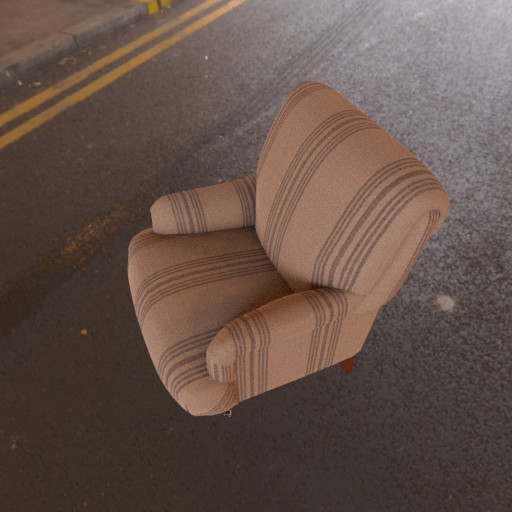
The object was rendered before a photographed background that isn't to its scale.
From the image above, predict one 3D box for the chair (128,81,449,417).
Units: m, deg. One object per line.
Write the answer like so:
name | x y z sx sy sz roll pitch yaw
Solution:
chair | 0.000 0.000 1.599 0.914 0.940 0.813 -17 48 -16
